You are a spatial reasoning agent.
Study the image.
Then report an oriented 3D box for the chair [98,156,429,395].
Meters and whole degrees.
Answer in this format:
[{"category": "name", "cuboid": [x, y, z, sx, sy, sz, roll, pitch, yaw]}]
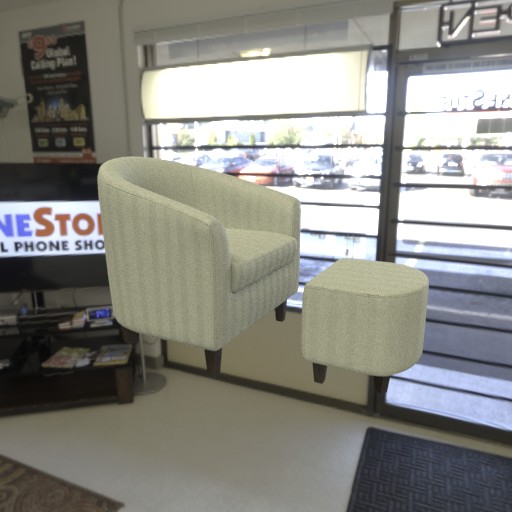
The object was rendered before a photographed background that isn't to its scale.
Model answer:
[{"category": "chair", "cuboid": [0.000, 0.000, 1.751, 1.288, 0.757, 0.756, 7, 15, 26]}]
